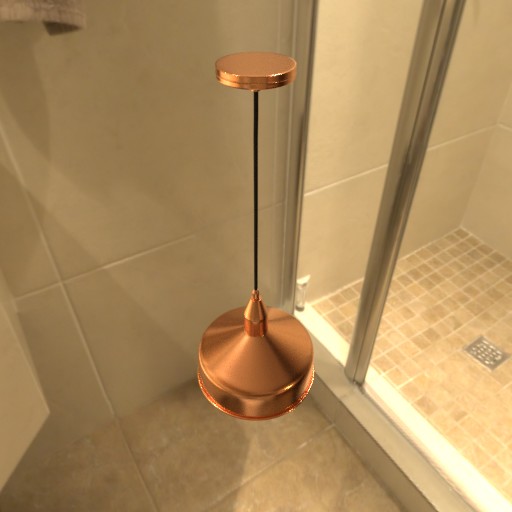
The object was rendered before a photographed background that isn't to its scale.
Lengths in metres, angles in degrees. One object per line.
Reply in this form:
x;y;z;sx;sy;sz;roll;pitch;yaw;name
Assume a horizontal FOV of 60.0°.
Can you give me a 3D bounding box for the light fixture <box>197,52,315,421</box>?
0.000;0.000;0.907;0.301;0.754;0.301;13;42;15;light fixture
